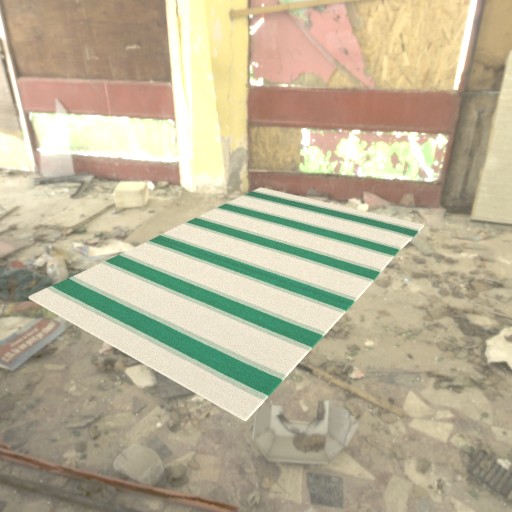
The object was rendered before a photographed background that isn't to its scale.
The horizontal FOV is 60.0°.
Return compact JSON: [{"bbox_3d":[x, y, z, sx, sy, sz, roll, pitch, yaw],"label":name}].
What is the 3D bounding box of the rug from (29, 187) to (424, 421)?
[{"bbox_3d":[0.000,0.000,2.338,1.210,0.012,1.829,18,33,31],"label":"rug"}]
